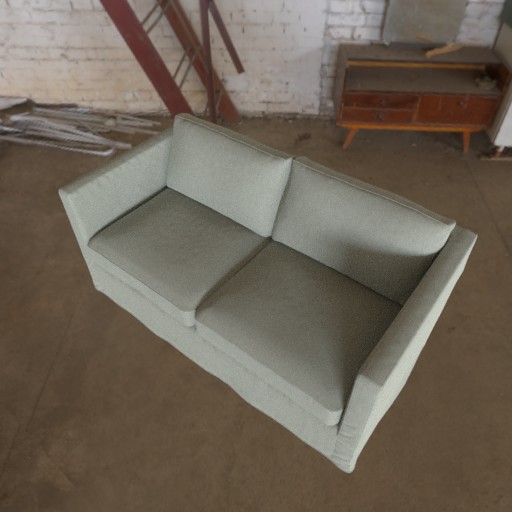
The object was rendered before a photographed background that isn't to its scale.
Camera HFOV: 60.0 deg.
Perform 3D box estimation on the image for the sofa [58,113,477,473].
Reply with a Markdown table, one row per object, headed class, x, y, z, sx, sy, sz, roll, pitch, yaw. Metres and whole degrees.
| class | x | y | z | sx | sy | sz | roll | pitch | yaw |
| --- | --- | --- | --- | --- | --- | --- | --- | --- | --- |
| sofa | 0.000 | 0.000 | 2.199 | 1.727 | 0.830 | 0.944 | 29 | 52 | 25 |
